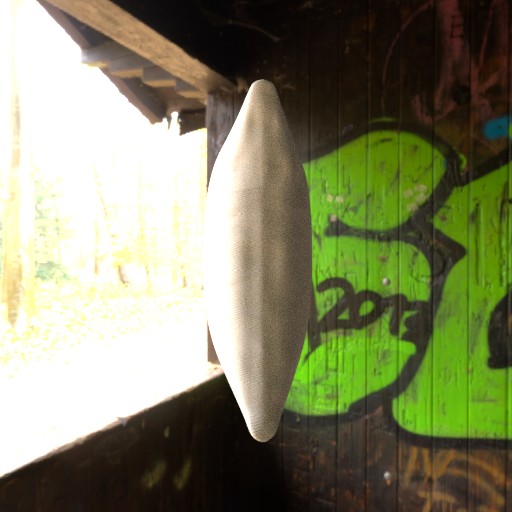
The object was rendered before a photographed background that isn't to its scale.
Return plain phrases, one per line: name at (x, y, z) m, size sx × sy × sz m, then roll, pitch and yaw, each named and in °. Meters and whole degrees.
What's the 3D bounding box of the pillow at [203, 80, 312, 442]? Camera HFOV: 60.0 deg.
pillow at (0.000, 0.000, 0.615) m, size 0.139 × 0.305 × 0.506 m, roll 0°, pitch 0°, yaw -1°
